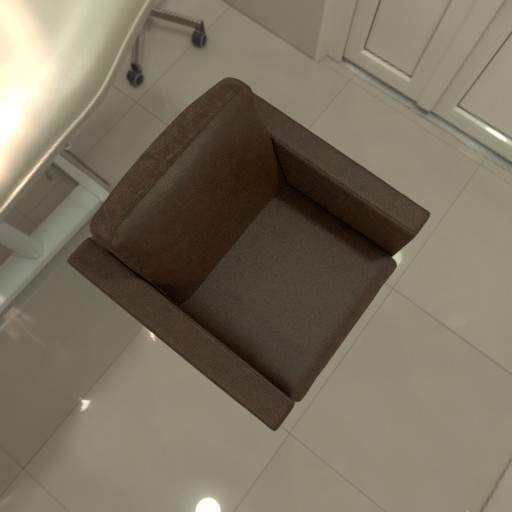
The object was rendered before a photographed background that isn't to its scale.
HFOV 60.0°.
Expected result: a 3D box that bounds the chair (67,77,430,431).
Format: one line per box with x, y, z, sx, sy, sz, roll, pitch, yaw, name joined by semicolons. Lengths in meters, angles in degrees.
0.000;0.000;1.682;0.909;0.956;0.890;37;78;9;chair
